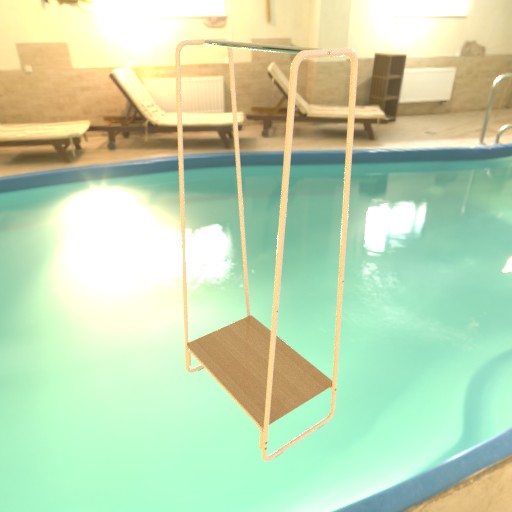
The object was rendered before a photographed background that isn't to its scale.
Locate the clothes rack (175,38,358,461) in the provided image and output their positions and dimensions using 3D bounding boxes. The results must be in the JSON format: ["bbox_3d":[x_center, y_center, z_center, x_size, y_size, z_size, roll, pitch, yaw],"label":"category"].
[{"bbox_3d":[0.000,0.000,1.731,0.400,1.500,0.640,-20,34,-32],"label":"clothes rack"}]
